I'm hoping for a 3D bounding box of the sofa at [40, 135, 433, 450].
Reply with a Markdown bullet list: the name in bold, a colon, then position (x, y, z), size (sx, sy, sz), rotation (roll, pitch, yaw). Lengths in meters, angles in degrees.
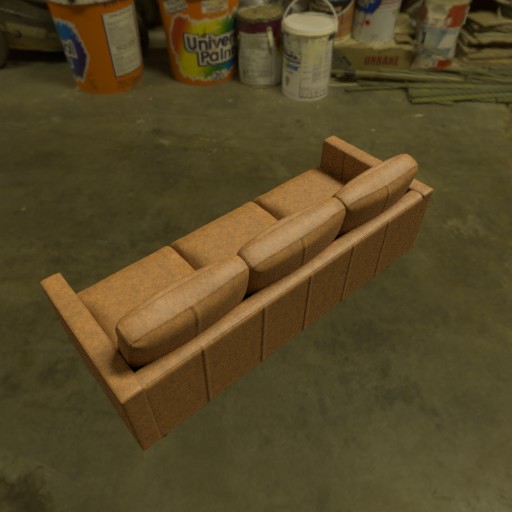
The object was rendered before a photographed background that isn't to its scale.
- **sofa**: position (0.000, 0.000, 2.723), size (2.231, 0.930, 0.903), rotation (-31, 53, -27)
